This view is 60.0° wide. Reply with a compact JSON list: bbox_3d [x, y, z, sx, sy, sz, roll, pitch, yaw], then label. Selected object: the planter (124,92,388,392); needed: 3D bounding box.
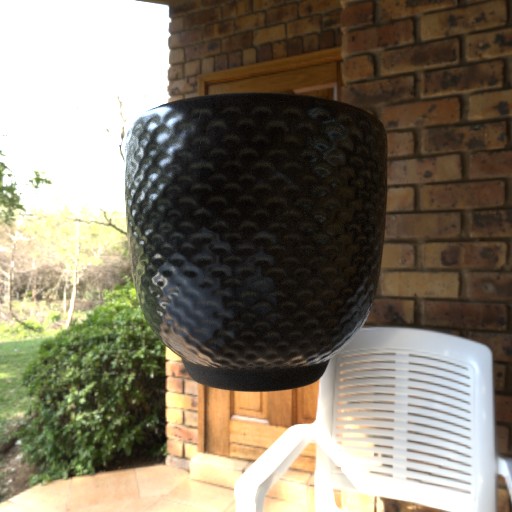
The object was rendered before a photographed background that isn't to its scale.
[{"bbox_3d":[0.000,0.000,0.301,0.172,0.160,0.172,0,-1,0],"label":"planter"}]
